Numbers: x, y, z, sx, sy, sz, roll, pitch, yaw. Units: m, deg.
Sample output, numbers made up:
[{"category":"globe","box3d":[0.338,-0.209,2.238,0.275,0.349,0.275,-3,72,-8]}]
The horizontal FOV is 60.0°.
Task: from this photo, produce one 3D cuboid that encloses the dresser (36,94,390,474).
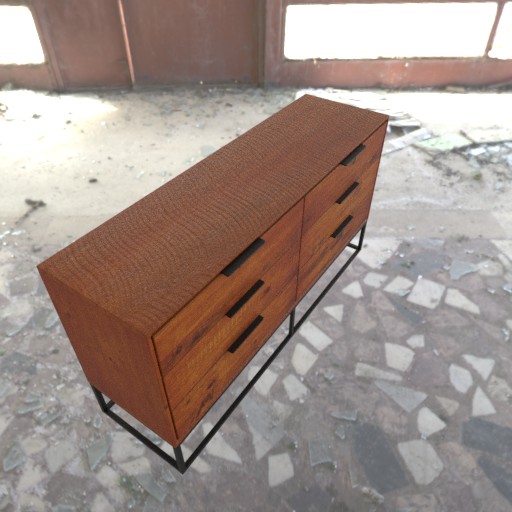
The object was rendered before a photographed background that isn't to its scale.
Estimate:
[{"category":"dresser","box3d":[0.000,0.000,1.907,0.464,0.810,1.536,25,47,25]}]
